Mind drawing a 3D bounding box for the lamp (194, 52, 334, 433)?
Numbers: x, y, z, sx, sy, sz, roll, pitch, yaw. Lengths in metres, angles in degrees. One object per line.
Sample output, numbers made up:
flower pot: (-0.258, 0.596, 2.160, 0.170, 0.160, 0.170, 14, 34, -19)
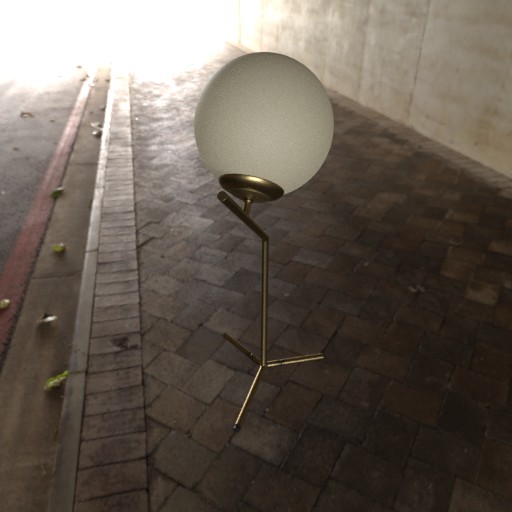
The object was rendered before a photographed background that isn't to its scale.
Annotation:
lamp: (0.000, 0.000, 0.665, 0.210, 0.552, 0.251, 10, 33, 15)
